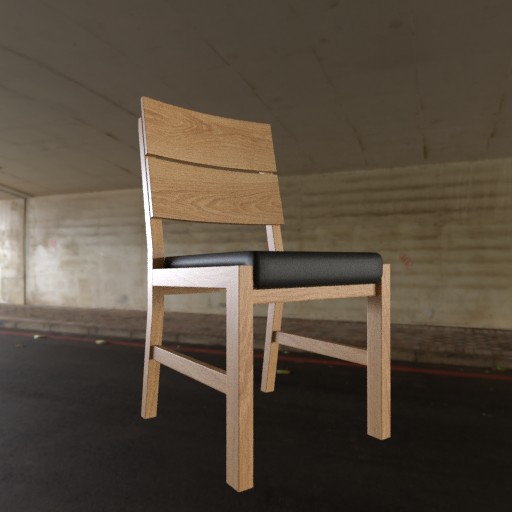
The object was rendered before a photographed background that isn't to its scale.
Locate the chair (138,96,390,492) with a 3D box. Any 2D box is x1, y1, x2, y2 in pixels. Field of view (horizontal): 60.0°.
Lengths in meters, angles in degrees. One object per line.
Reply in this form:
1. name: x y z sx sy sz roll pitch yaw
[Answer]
1. chair: 0.000 0.000 1.249 0.475 0.950 0.569 0 0 -36
